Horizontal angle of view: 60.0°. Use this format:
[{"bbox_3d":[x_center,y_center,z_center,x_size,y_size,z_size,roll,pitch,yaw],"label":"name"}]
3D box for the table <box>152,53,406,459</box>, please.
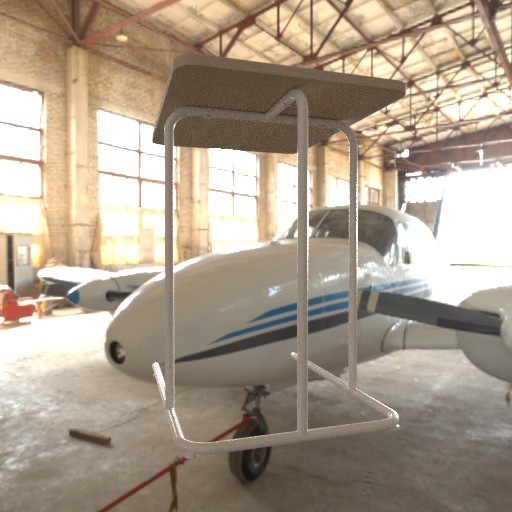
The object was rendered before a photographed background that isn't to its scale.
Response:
[{"bbox_3d":[0.000,0.000,0.873,0.370,0.550,0.480,0,1,-17],"label":"table"}]
